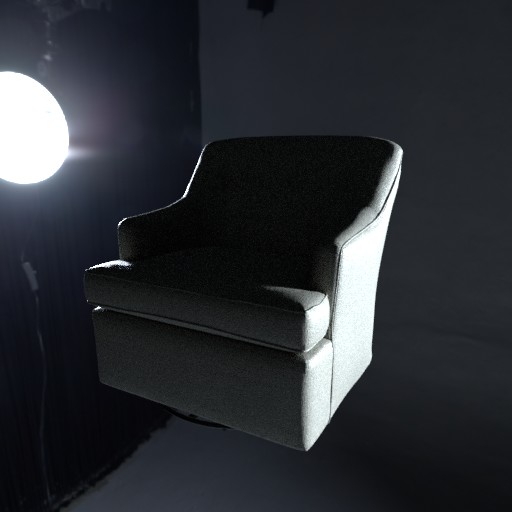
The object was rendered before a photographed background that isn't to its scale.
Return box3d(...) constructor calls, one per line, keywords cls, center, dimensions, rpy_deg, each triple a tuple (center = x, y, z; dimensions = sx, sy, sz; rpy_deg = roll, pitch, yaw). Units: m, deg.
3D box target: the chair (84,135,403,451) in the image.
box3d(cls="chair", center=(0.000, 0.000, 1.601), dimensions=(0.864, 0.856, 0.923), rpy_deg=(7, 16, 27))
